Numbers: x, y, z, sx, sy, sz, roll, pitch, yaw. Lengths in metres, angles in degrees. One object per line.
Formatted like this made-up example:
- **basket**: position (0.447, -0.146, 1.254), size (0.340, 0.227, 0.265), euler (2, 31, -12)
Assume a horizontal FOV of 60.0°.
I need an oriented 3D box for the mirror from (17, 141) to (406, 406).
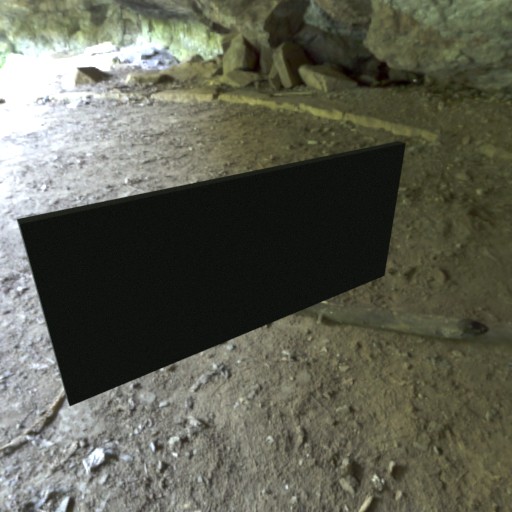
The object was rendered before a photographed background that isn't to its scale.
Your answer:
- **mirror**: position (0.000, 0.000, 1.775), size (1.584, 0.692, 0.047), euler (-18, 33, -29)
